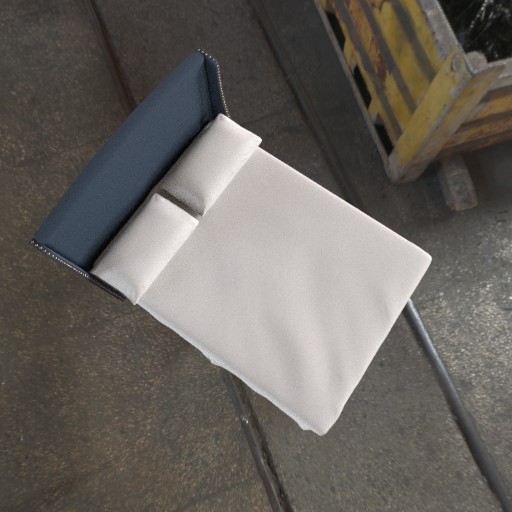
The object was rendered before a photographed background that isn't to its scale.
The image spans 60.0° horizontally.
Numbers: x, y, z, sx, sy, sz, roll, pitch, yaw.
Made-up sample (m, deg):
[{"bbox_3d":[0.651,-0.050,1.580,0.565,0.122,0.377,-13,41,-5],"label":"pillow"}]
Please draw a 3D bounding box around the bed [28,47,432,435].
[{"bbox_3d":[0.000,0.000,3.288,2.237,1.407,1.710,34,78,9],"label":"bed"}]
